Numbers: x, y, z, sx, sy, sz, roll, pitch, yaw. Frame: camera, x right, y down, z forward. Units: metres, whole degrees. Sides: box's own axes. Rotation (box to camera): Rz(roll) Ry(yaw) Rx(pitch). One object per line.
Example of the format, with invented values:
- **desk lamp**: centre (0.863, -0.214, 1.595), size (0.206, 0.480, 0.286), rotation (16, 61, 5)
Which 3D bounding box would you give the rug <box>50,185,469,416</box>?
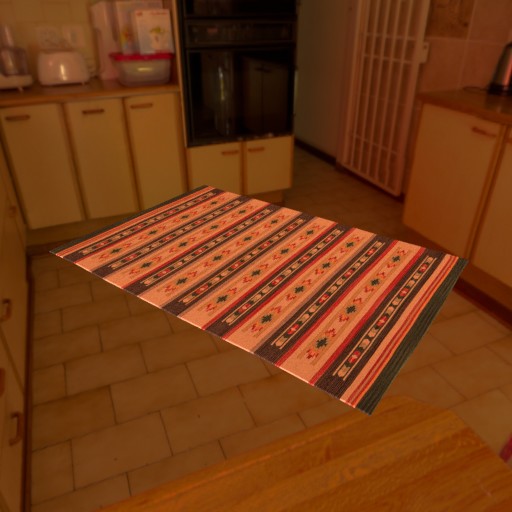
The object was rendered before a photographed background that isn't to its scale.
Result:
- **rug**: centre (0.000, 0.000, 2.306), size (1.825, 0.009, 1.221), rotation (20, 35, 31)
